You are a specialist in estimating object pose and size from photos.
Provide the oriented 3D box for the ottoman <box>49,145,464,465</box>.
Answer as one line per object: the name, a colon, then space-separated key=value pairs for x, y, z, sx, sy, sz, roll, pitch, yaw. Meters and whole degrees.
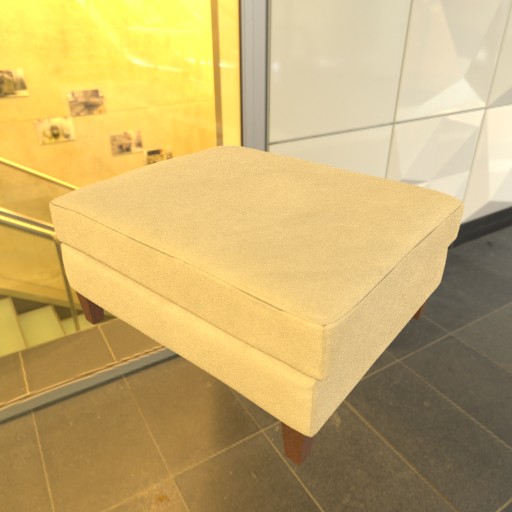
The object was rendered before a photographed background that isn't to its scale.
ottoman: x=0.000 y=0.000 z=1.433 sx=1.002 sy=0.492 sz=0.836 roll=22 pitch=36 yaw=33
